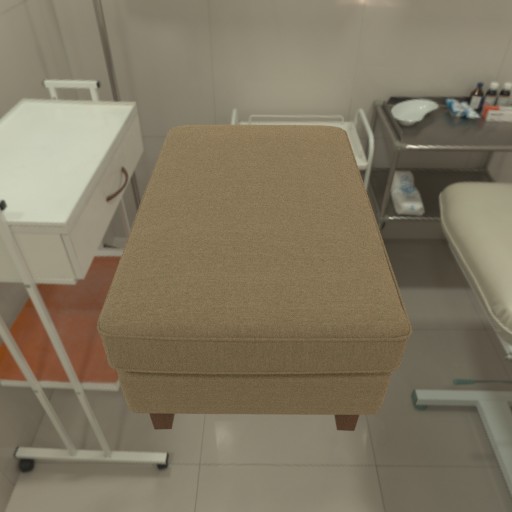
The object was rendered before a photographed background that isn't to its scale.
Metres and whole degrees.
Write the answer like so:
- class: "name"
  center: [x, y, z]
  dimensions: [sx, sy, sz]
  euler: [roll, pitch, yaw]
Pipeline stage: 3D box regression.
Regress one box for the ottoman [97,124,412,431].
- class: "ottoman"
  center: [0.000, 0.000, 1.321]
  dimensions: [0.636, 0.521, 0.945]
  euler: [0, 41, 0]
